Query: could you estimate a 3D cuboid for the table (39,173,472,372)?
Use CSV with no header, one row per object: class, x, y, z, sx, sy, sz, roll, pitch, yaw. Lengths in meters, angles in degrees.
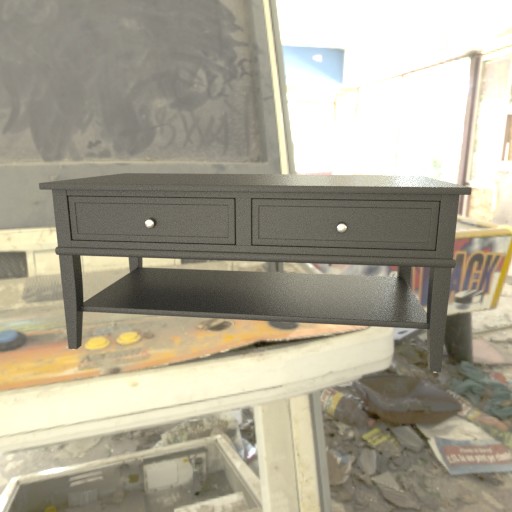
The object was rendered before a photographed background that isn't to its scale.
table,0.000,0.000,1.363,1.044,0.470,0.523,2,13,8
